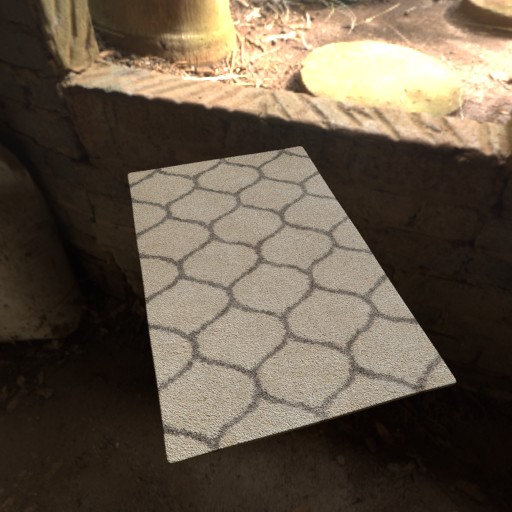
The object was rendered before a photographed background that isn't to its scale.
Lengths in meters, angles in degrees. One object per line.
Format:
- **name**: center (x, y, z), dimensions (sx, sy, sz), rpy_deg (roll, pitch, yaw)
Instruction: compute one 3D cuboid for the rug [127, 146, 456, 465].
- **rug**: center (0.000, 0.000, 2.939), dimensions (1.501, 0.024, 2.348), rpy_deg (-11, 47, -11)
